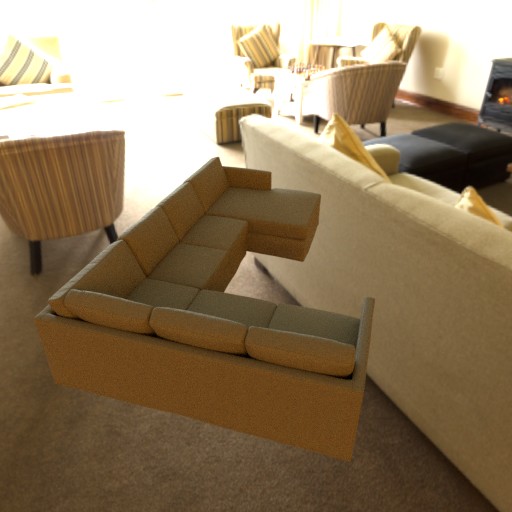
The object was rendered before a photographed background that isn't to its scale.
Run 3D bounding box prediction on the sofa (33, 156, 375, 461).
[{"bbox_3d":[0.000,0.000,4.512,2.427,0.882,3.460,9,33,14],"label":"sofa"}]
